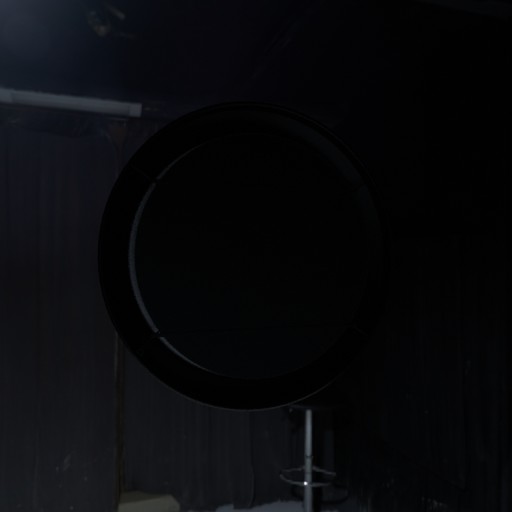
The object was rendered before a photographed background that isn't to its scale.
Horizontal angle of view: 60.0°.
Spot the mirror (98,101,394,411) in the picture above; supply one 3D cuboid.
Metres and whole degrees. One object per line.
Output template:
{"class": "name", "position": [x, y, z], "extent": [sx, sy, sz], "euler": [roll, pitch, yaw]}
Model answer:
{"class": "mirror", "position": [0.000, 0.000, 1.353], "extent": [0.907, 0.907, 0.111], "euler": [0, 0, -17]}
